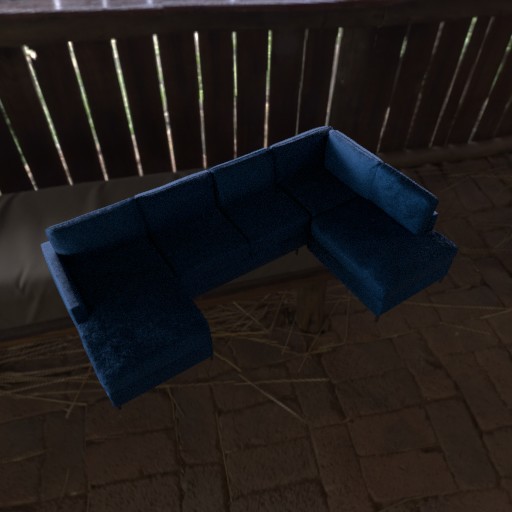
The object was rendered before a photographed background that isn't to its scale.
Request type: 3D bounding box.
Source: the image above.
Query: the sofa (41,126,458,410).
[{"bbox_3d":[0.000,0.000,4.273,3.434,0.992,2.055,-25,51,-22],"label":"sofa"}]
